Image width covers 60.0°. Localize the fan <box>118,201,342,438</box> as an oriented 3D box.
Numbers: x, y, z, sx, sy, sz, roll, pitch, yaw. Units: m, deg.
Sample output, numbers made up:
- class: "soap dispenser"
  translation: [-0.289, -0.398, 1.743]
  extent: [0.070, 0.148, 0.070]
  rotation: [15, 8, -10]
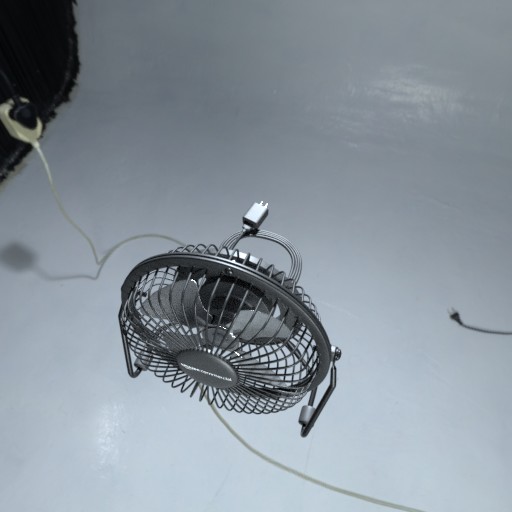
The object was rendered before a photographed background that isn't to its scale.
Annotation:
- class: "fan"
  translation: [0.000, 0.000, 0.319]
  extent: [0.153, 0.152, 0.202]
  rotation: [16, 60, 10]
